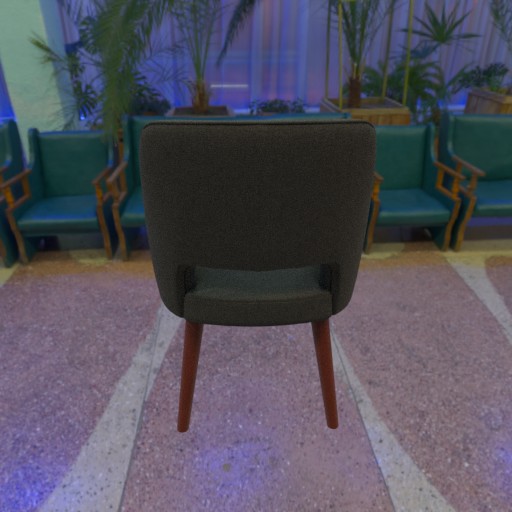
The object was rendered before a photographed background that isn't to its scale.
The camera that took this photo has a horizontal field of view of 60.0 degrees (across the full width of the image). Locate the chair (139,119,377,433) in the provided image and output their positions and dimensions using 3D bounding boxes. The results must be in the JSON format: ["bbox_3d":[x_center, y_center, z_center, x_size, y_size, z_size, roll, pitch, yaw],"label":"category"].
[{"bbox_3d":[0.000,0.000,1.211,0.559,0.838,0.560,-1,29,-1],"label":"chair"}]
